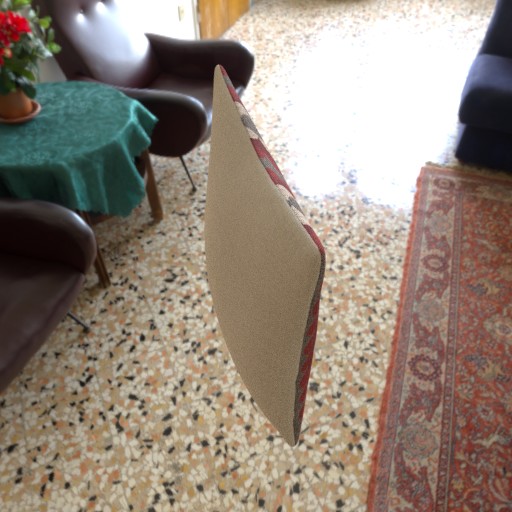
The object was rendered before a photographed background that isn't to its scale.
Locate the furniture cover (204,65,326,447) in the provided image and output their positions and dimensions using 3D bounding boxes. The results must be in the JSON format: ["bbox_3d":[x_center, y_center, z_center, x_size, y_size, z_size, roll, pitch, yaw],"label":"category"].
[{"bbox_3d":[0.000,0.000,0.676,0.145,0.420,0.435,-11,47,-11],"label":"furniture cover"}]
